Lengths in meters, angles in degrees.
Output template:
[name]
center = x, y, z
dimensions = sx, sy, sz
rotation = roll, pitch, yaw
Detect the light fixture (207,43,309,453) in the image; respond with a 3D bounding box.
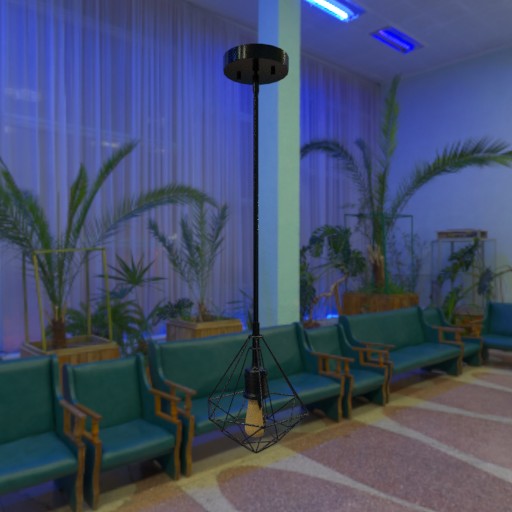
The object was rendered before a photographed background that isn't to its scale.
[light fixture]
center = 0.000, 0.000, 1.985
dimensions = 0.487, 1.764, 0.431
rotation = 0, 0, -37
